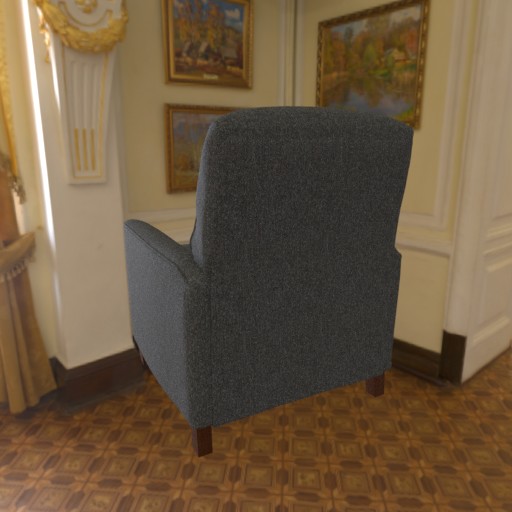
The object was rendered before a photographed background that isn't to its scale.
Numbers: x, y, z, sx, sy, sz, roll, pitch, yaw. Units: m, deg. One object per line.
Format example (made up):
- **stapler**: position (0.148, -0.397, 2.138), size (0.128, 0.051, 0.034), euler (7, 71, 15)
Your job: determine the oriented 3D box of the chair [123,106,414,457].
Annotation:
- **chair**: position (0.000, 0.000, 1.659), size (0.839, 1.016, 0.850), euler (-7, 16, -27)
